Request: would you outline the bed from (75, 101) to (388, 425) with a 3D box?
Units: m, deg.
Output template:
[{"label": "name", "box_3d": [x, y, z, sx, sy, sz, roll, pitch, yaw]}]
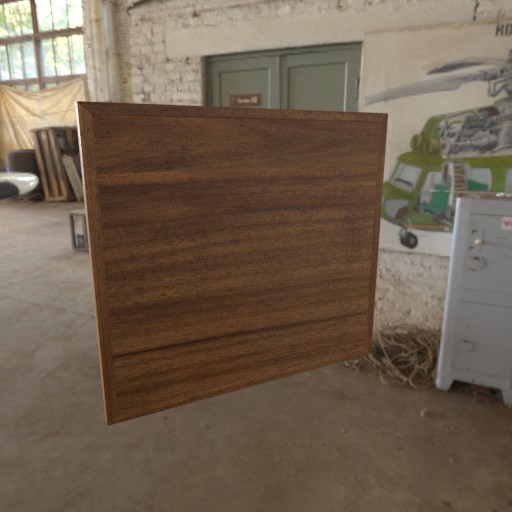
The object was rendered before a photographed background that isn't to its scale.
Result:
[{"label": "bed", "box_3d": [0.000, 0.000, 1.486, 1.041, 0.940, 0.043, -7, 16, -26]}]
